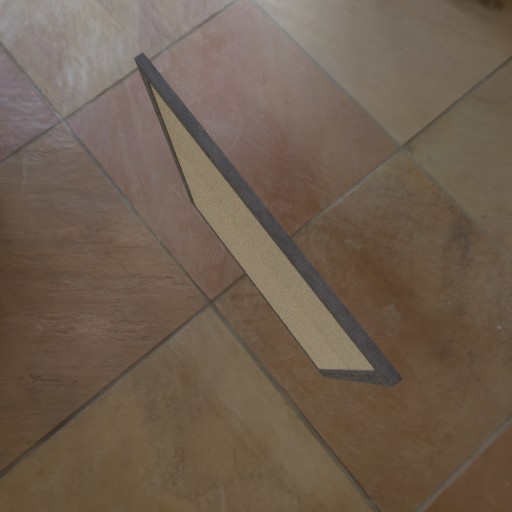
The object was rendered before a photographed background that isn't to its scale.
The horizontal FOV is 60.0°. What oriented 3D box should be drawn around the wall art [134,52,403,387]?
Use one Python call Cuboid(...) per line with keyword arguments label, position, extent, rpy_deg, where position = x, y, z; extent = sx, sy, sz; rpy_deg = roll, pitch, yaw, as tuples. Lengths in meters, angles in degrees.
Cuboid(label="wall art", position=(0.000, 0.000, 0.692), extent=(0.013, 0.457, 0.457), rpy_deg=(-36, 79, -8))
